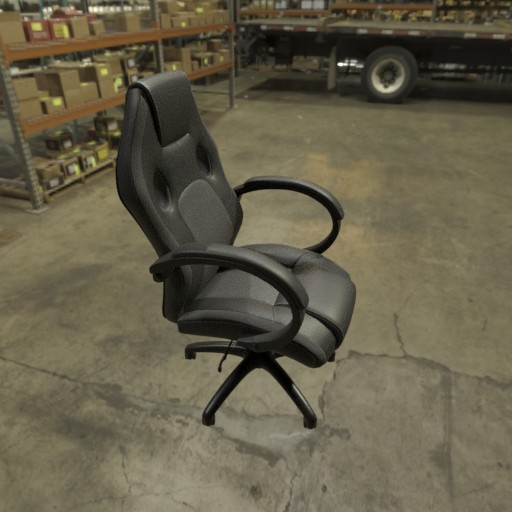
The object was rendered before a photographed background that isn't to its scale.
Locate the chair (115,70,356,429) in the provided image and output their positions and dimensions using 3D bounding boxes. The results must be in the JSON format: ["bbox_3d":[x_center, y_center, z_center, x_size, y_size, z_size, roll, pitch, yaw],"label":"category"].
[{"bbox_3d":[0.000,0.000,1.583,0.724,1.187,0.673,10,32,16],"label":"chair"}]
